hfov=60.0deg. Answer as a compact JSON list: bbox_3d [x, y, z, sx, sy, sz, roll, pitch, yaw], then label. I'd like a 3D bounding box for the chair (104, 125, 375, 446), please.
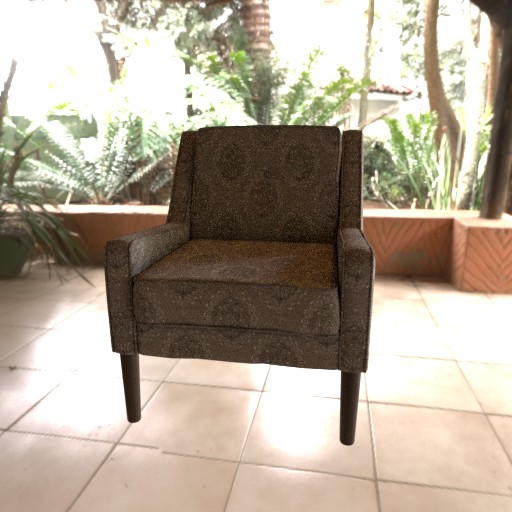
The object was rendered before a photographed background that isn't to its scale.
[{"bbox_3d":[0.000,0.000,1.371,0.665,0.797,0.750,2,14,9],"label":"chair"}]
